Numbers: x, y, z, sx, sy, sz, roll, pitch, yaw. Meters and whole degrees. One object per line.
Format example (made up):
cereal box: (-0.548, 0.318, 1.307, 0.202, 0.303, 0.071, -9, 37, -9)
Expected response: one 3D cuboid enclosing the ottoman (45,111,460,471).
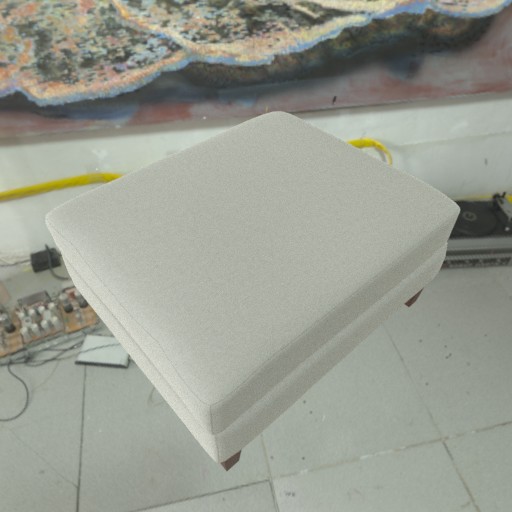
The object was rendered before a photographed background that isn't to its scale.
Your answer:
ottoman: (0.000, 0.000, 1.444, 0.976, 0.492, 0.836, -32, 54, -28)
